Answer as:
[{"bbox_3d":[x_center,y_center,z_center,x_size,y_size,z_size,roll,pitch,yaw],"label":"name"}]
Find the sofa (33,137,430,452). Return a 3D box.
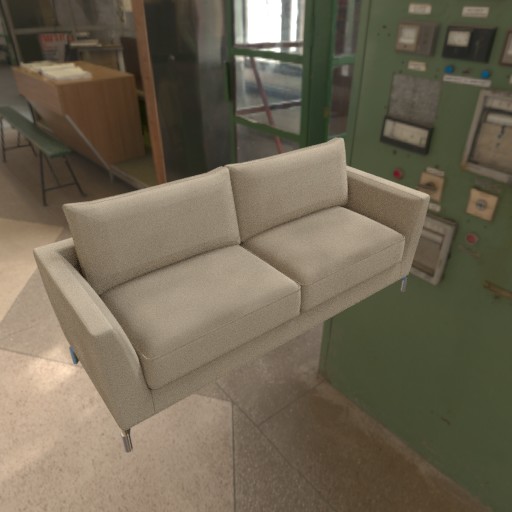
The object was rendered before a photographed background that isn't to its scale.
[{"bbox_3d":[0.000,0.000,2.652,2.214,1.005,0.868,-22,37,-32],"label":"sofa"}]
